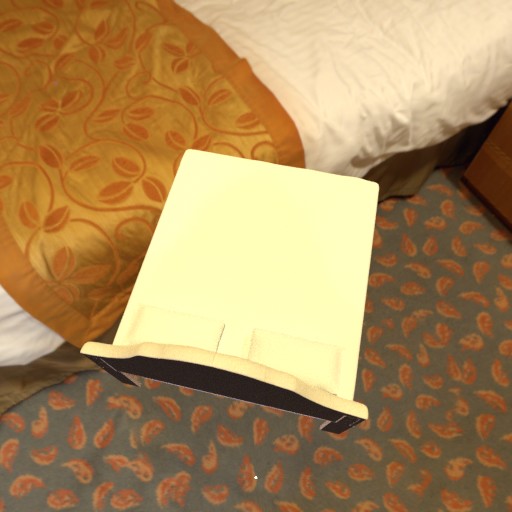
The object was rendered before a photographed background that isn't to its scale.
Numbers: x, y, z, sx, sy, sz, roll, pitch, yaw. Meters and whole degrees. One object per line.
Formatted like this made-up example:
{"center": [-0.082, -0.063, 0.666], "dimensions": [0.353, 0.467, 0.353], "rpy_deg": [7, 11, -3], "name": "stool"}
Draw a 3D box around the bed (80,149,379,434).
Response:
{"center": [0.000, 0.000, 3.625], "dimensions": [2.008, 1.615, 2.214], "rpy_deg": [11, 64, 6], "name": "bed"}
